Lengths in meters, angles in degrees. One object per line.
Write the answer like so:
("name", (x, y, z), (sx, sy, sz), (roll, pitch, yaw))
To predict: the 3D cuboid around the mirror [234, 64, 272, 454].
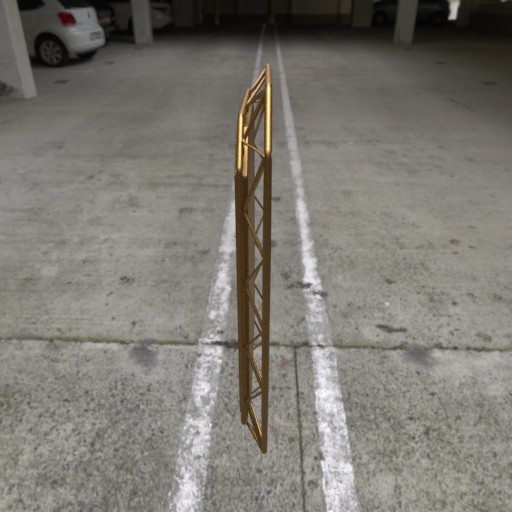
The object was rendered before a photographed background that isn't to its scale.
("mirror", (0.000, 0.000, 0.725), (0.042, 0.566, 0.417), (1, 27, 1))
